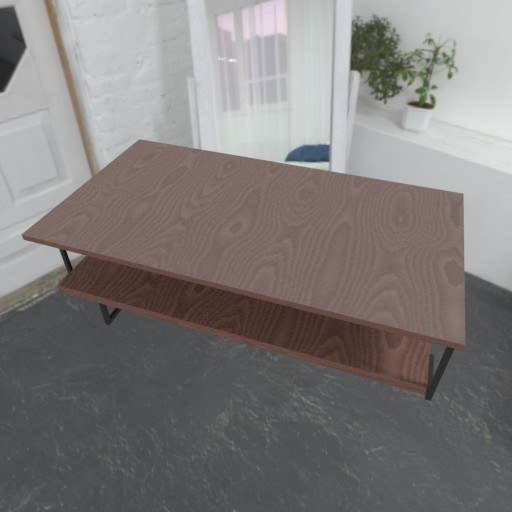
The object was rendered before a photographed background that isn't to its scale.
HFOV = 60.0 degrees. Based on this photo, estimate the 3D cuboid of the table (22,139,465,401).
[{"bbox_3d":[0.000,0.000,1.464,1.197,0.347,0.651,13,42,15],"label":"table"}]
